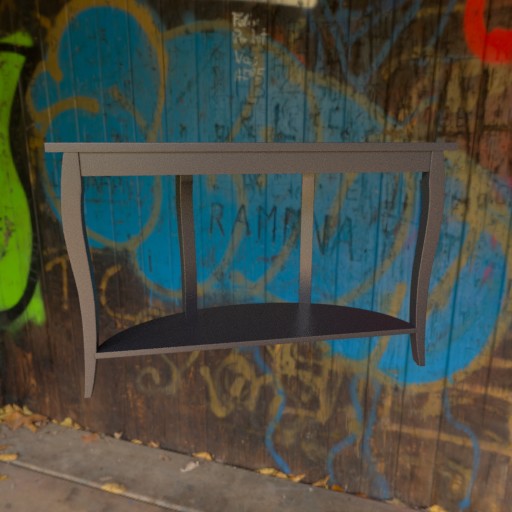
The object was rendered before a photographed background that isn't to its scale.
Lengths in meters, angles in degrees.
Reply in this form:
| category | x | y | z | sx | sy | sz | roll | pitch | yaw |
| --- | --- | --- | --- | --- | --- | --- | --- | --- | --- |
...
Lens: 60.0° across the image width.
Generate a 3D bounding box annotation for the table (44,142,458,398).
| category | x | y | z | sx | sy | sz | roll | pitch | yaw |
| --- | --- | --- | --- | --- | --- | --- | --- | --- | --- |
| table | 0.000 | 0.000 | 1.572 | 1.219 | 0.780 | 0.394 | -3 | 15 | -10 |
